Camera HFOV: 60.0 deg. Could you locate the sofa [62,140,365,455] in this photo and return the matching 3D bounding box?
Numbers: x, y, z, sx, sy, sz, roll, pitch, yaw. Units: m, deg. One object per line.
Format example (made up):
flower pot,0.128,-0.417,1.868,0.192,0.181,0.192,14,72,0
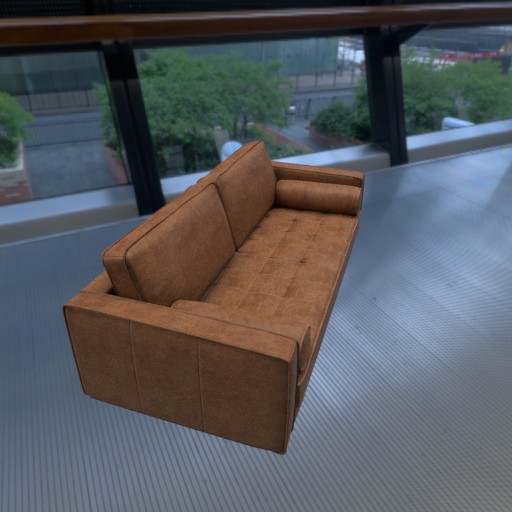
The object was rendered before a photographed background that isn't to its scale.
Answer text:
sofa,0.000,0.000,2.408,0.924,0.825,1.920,10,31,16
